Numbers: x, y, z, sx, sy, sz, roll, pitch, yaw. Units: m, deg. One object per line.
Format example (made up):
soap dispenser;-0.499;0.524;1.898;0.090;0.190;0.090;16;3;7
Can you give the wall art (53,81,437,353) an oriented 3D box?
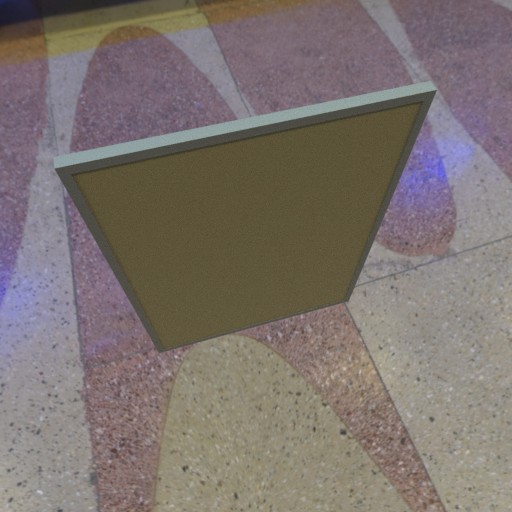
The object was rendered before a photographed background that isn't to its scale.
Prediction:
wall art;0.000;0.000;1.333;0.789;1.042;0.034;-14;60;-8
